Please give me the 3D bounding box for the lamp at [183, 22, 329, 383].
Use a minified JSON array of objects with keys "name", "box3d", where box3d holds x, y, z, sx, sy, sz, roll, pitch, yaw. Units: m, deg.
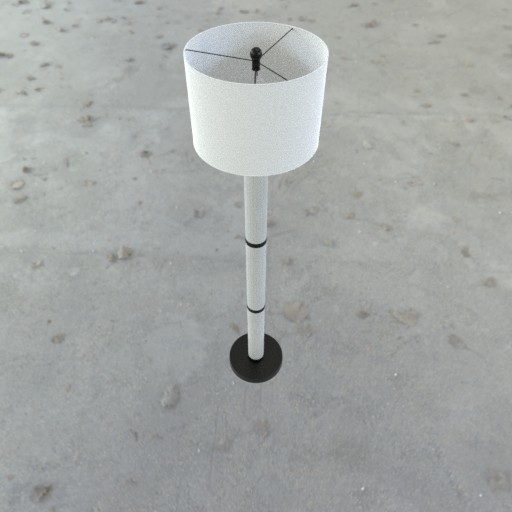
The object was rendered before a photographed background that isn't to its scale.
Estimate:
[{"name":"lamp","box3d":[0.000,0.000,1.733,0.377,1.599,0.377,3,48,3]}]
